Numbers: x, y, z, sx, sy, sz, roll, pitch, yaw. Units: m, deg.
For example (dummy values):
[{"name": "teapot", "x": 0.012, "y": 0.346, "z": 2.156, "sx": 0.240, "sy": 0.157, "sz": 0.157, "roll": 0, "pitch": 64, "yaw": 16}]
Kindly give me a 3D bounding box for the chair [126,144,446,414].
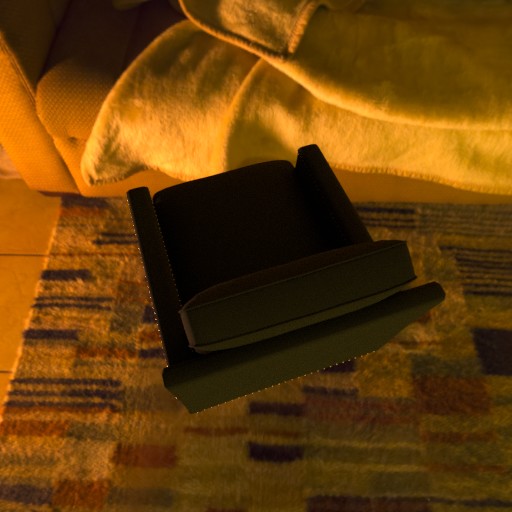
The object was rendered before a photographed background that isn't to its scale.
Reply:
[{"name": "chair", "x": 0.000, "y": 0.000, "z": 1.754, "sx": 0.853, "sy": 0.943, "sz": 1.014, "roll": -16, "pitch": 60, "yaw": -10}]
